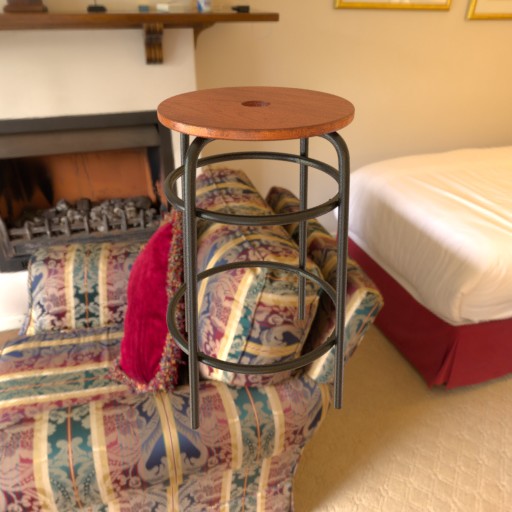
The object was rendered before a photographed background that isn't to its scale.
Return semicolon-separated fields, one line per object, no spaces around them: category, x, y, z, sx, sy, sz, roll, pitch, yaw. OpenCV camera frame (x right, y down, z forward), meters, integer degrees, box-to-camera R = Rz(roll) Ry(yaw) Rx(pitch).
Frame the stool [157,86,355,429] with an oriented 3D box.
stool;0.000;0.000;0.918;0.455;0.610;0.455;20;36;30
